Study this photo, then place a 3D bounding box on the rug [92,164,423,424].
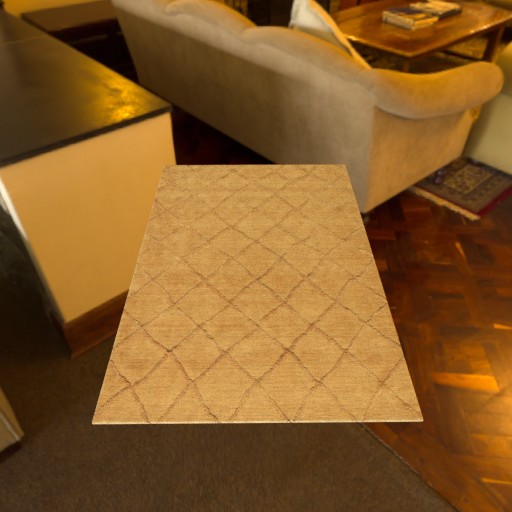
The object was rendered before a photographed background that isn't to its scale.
[{"bbox_3d":[0.000,0.000,2.894,1.528,0.014,2.292,0,42,0],"label":"rug"}]
